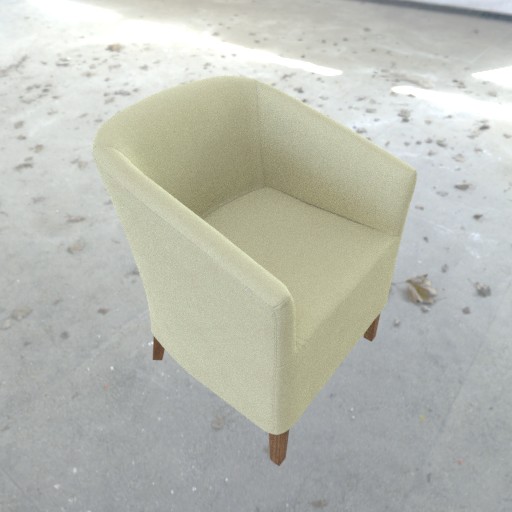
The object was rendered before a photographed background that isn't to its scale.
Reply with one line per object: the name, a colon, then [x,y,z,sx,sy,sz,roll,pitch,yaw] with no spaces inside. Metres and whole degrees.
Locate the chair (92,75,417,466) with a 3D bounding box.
chair: [0.000,0.000,1.297,0.657,0.822,0.643,27,47,28]
